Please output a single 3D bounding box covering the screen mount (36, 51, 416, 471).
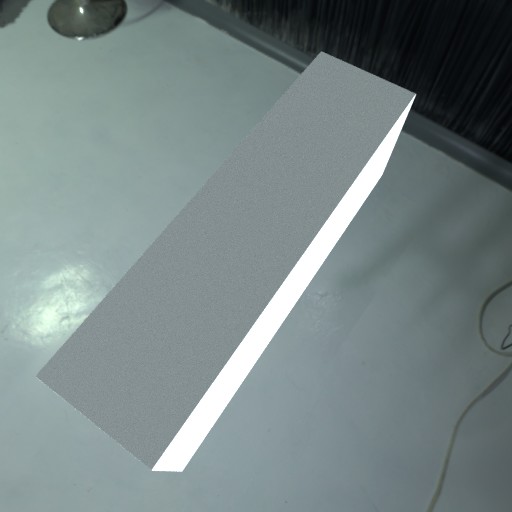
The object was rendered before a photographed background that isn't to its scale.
[{"bbox_3d":[0.000,0.000,1.670,0.400,0.619,1.490,31,68,14],"label":"screen mount"}]
